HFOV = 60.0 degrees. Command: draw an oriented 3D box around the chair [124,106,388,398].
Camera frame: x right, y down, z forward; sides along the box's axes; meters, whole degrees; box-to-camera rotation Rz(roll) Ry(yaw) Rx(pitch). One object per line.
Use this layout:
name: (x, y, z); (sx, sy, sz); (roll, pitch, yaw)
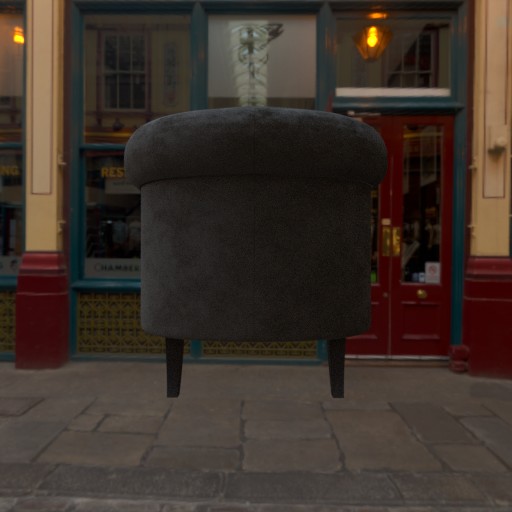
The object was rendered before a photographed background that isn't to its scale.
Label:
chair: (0.000, 0.000, 1.569); (0.904, 0.826, 0.851); (0, 0, 1)
